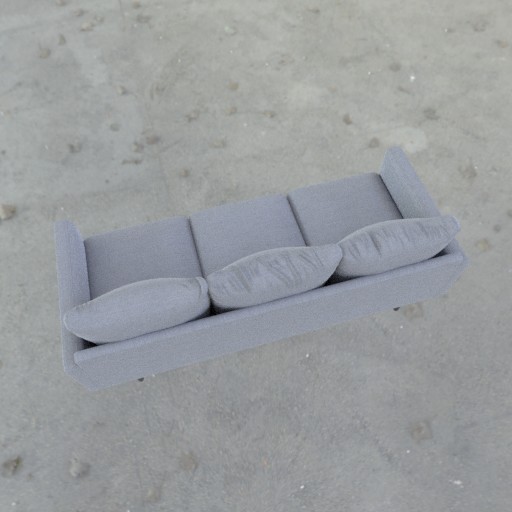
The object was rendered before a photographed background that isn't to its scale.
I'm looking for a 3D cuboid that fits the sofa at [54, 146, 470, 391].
[{"bbox_3d":[0.000,0.000,2.409,2.000,0.830,0.850,-14,61,-8],"label":"sofa"}]
